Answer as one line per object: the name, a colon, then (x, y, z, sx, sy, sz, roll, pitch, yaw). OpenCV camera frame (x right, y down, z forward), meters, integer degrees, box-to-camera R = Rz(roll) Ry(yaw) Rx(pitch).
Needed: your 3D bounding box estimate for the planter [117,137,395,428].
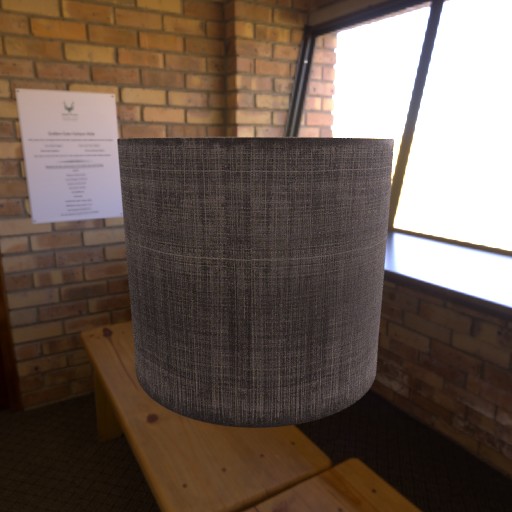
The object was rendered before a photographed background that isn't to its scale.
planter: (0.000, 0.000, 0.393, 0.221, 0.201, 0.221, 0, 14, 0)
